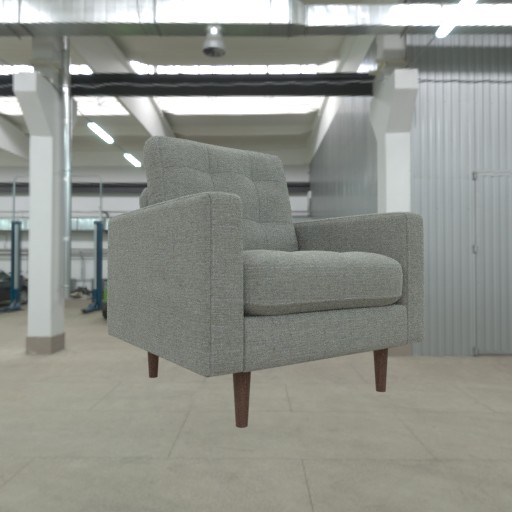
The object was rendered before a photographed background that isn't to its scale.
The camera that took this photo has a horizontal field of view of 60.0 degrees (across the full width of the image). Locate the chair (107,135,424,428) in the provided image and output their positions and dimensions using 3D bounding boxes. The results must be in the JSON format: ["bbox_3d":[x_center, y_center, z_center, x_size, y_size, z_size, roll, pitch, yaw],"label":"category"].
[{"bbox_3d":[0.000,0.000,1.555,0.821,0.880,0.843,1,-1,-35],"label":"chair"}]
